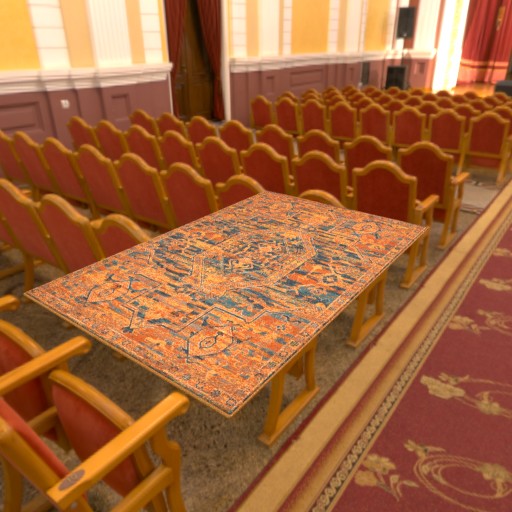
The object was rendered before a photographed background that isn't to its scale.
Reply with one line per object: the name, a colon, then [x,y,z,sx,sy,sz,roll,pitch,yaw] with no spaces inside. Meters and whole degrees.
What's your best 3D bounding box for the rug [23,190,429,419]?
rug: [0.000,0.000,1.075,0.557,0.008,0.863,18,32,33]
